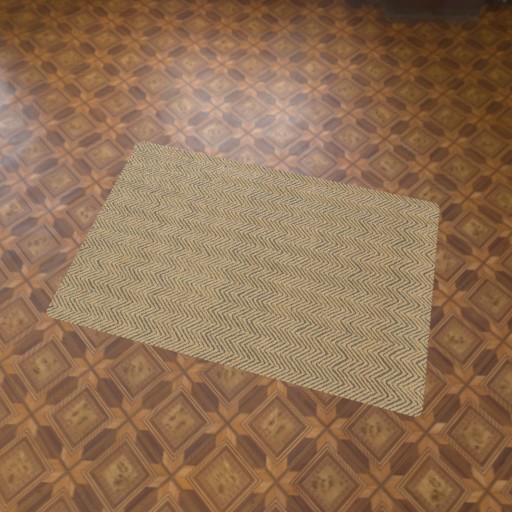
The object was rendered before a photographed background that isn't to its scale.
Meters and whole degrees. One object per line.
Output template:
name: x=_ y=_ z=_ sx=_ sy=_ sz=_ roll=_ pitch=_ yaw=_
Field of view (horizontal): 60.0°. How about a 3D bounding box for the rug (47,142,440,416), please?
rug: x=0.000 y=0.000 z=2.239 sx=1.752 sy=0.008 sz=1.144 roll=13 pitch=61 yaw=7
